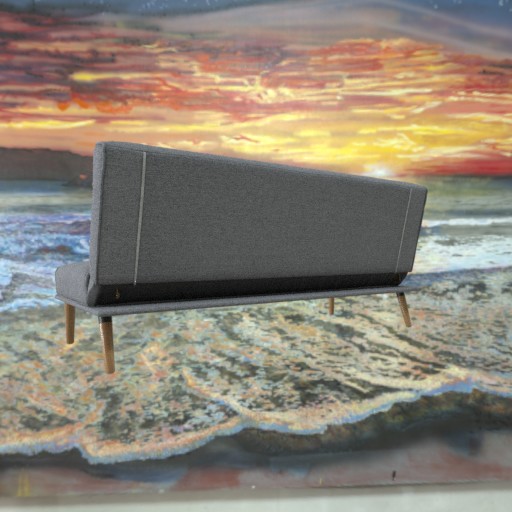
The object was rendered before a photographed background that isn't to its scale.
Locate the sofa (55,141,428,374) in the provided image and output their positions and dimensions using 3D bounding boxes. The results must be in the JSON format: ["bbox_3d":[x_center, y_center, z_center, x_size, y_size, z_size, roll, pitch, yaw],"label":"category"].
[{"bbox_3d":[0.000,0.000,2.323,1.820,0.830,0.810,0,1,-35],"label":"sofa"}]
